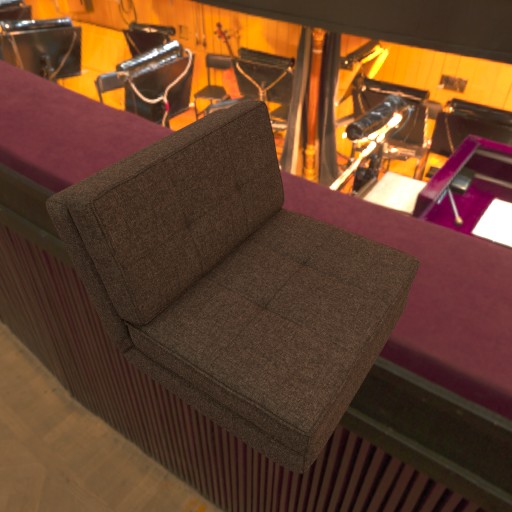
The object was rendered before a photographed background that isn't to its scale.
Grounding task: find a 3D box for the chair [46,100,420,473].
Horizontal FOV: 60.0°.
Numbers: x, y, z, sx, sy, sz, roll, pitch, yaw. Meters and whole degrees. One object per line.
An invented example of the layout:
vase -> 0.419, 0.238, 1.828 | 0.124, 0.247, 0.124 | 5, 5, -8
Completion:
chair -> 0.000, 0.000, 1.301 | 0.800, 0.615, 0.740 | 24, 46, 26
